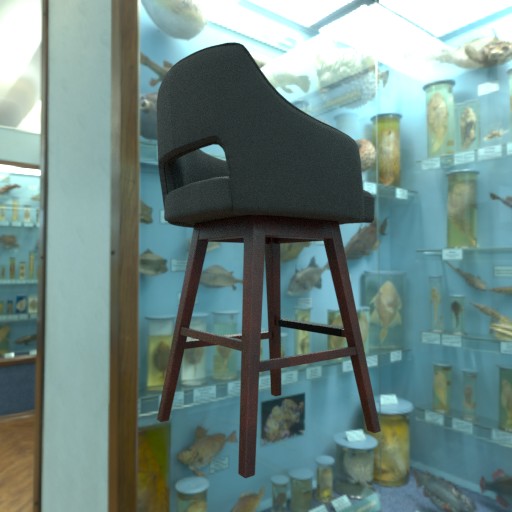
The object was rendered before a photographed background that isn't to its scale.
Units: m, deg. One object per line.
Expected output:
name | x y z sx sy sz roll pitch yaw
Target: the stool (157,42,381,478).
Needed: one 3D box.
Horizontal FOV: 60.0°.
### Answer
stool | 0.000 0.000 1.316 0.558 1.012 0.548 1 -2 -37
